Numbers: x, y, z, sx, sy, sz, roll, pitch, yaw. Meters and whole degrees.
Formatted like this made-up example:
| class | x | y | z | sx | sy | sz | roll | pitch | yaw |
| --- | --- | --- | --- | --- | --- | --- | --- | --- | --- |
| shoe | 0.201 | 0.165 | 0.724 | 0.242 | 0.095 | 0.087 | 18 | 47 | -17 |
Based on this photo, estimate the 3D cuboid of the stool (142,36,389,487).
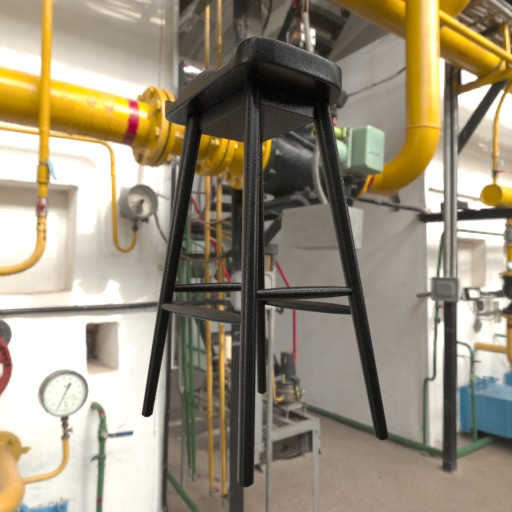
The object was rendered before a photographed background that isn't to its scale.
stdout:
| class | x | y | z | sx | sy | sz | roll | pitch | yaw |
| --- | --- | --- | --- | --- | --- | --- | --- | --- | --- |
| stool | 0.000 | 0.000 | 0.985 | 0.361 | 0.749 | 0.440 | 1 | -2 | -35 |
